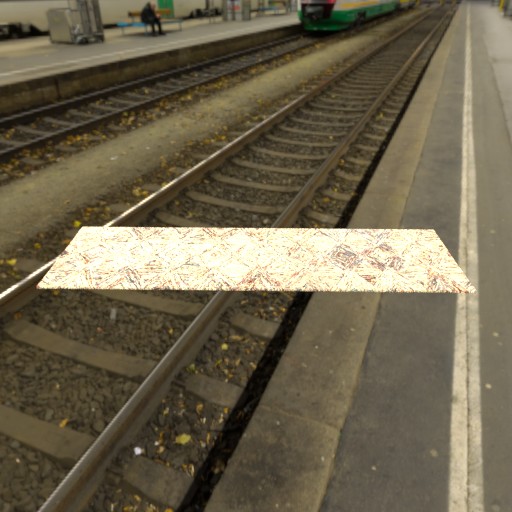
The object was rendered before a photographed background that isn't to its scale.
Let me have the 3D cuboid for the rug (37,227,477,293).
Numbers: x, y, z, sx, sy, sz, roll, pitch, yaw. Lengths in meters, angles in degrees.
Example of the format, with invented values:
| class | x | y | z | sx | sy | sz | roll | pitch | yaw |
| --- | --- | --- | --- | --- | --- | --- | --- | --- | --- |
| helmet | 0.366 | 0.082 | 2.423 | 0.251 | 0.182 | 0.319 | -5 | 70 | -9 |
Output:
| class | x | y | z | sx | sy | sz | roll | pitch | yaw |
| --- | --- | --- | --- | --- | --- | --- | --- | --- | --- |
| rug | 0.000 | 0.000 | 2.593 | 2.292 | 0.015 | 0.688 | 1 | 31 | 1 |
